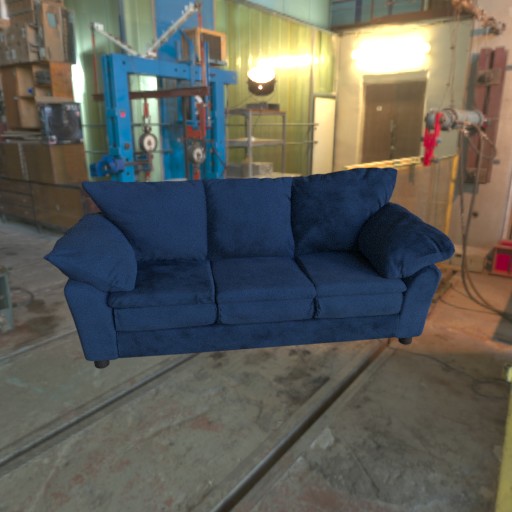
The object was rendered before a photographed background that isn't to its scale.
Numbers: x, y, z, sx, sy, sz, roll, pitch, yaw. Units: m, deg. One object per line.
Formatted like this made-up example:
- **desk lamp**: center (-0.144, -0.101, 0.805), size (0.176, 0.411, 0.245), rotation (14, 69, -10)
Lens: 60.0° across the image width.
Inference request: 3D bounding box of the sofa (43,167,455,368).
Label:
- **sofa**: center (0.000, 0.000, 2.949), size (2.390, 1.091, 0.907), rotation (-3, 17, -8)
